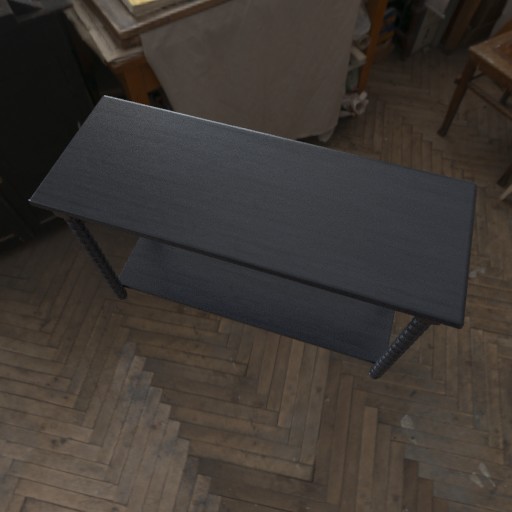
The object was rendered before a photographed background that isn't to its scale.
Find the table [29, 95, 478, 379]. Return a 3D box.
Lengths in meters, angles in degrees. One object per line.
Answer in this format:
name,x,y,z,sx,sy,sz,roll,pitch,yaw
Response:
table,0.000,0.000,1.560,1.184,0.735,0.459,16,62,9
